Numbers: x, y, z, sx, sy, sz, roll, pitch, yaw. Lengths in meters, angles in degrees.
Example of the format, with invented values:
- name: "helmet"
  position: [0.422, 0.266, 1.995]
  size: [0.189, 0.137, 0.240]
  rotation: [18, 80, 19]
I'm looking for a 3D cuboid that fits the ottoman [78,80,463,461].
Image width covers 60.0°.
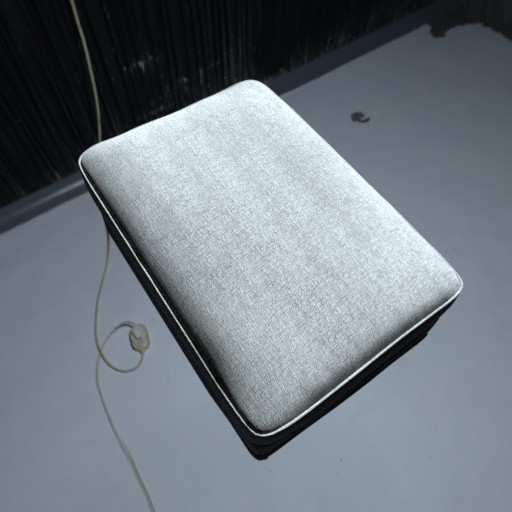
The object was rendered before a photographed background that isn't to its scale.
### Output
- name: "ottoman"
  position: [0.000, 0.000, 1.139]
  size: [0.561, 0.457, 0.813]
  rotation: [-30, 63, -17]
